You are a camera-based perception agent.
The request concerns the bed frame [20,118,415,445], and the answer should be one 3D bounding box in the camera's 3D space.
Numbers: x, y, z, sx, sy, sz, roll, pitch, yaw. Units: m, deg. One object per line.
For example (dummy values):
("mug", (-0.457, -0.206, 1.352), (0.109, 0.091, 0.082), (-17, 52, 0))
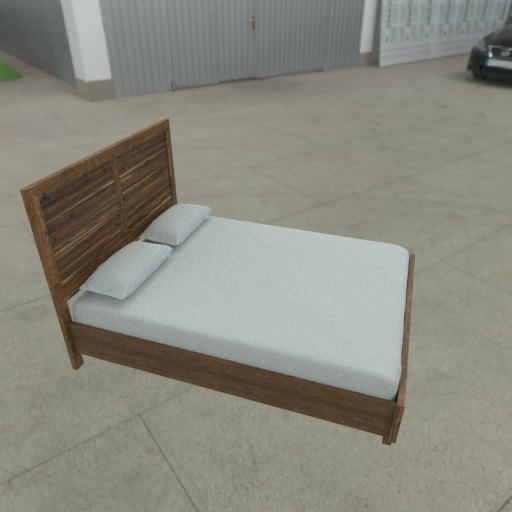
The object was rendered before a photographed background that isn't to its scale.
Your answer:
("bed frame", (0.000, 0.000, 3.267), (2.276, 1.417, 1.696), (10, 33, 16))
